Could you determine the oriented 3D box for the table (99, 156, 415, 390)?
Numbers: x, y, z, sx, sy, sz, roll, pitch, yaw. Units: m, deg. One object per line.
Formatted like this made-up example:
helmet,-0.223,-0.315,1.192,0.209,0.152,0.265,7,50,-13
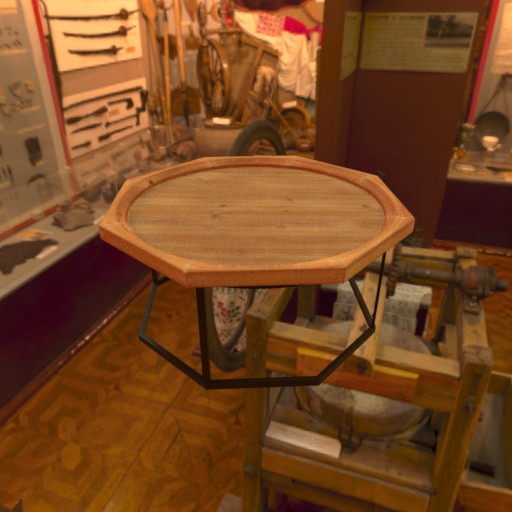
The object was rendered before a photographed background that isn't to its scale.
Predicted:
table,0.000,0.000,1.567,1.002,0.444,1.002,0,29,0
